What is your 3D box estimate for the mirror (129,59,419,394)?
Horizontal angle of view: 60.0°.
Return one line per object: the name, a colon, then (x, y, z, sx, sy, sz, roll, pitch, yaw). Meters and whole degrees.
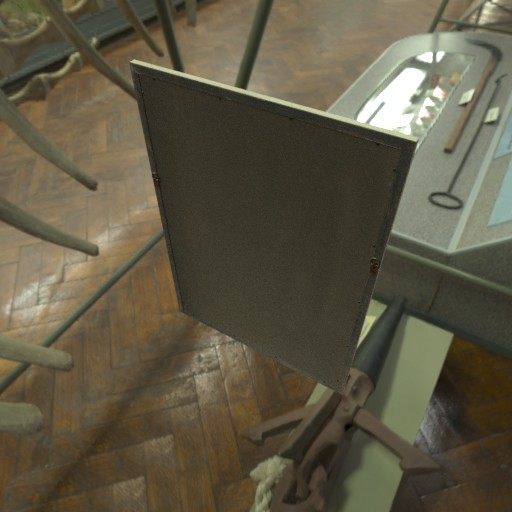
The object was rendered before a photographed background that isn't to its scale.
mirror: (0.000, 0.000, 1.312, 0.705, 0.996, 0.025, 23, 50, 21)
